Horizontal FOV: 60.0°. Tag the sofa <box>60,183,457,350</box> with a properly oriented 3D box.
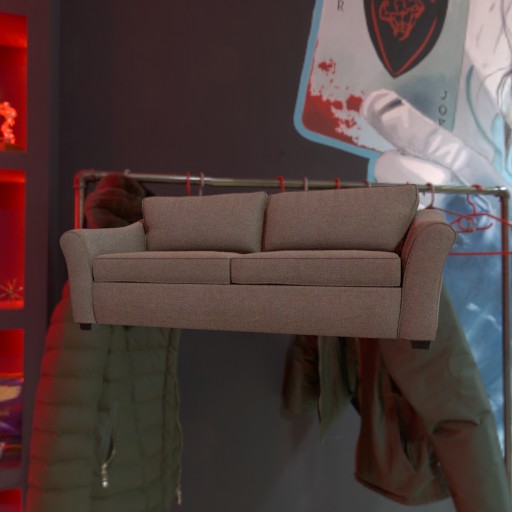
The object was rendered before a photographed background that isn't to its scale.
[{"bbox_3d":[0.000,0.000,2.793,2.270,0.906,0.986,0,-1,18],"label":"sofa"}]
